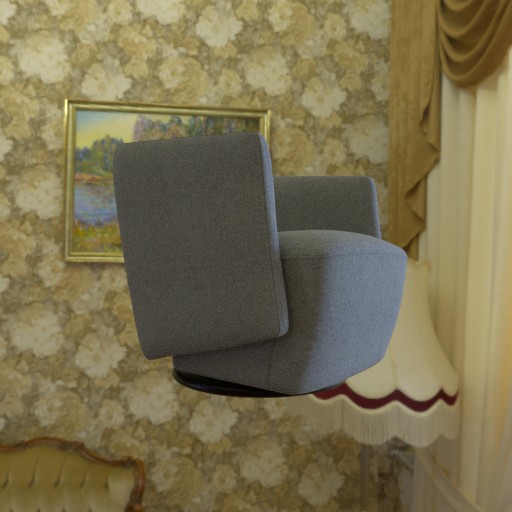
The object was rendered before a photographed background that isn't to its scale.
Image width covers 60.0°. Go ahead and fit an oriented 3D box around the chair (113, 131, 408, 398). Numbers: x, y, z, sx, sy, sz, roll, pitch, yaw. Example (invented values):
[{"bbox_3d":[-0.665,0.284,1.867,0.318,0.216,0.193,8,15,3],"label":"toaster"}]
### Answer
[{"bbox_3d":[0.000,0.000,1.648,0.986,0.861,0.822,-1,-2,37],"label":"chair"}]
